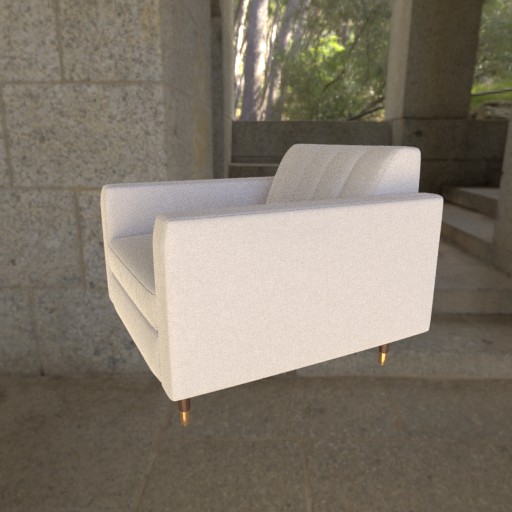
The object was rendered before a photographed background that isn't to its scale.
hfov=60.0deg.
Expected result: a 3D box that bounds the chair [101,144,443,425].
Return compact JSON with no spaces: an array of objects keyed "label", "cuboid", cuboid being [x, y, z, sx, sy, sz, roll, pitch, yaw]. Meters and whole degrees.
[{"label":"chair","cuboid":[0.000,0.000,1.697,0.998,0.819,0.953,-8,17,-27]}]
